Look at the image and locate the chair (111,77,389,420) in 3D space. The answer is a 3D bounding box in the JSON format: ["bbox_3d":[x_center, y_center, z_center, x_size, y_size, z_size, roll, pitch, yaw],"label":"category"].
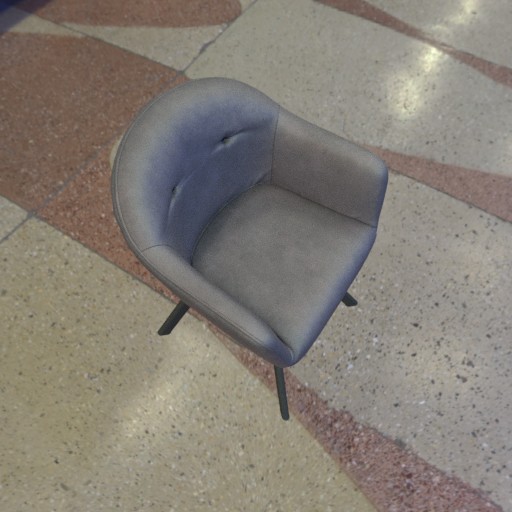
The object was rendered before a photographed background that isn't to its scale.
[{"bbox_3d":[0.000,0.000,1.192,0.544,0.781,0.567,30,63,17],"label":"chair"}]
